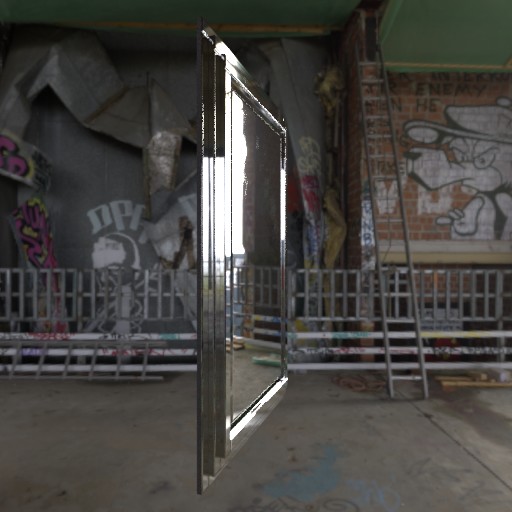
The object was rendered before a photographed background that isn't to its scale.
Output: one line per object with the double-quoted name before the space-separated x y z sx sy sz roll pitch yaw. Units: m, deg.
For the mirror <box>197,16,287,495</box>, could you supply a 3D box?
"mirror" 0.000 0.000 1.134 0.039 0.914 0.613 0 0 18
